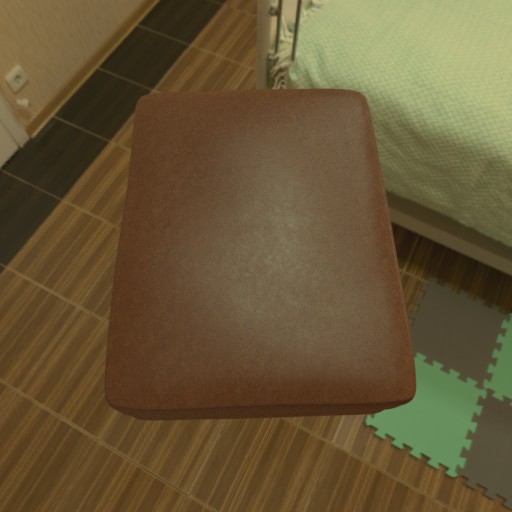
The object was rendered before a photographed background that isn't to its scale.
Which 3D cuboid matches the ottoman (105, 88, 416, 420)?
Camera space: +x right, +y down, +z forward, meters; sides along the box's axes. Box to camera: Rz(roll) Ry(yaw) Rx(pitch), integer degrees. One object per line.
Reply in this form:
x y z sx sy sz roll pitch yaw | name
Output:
0.000 0.000 1.228 0.650 0.485 0.851 -1 65 -1 | ottoman
